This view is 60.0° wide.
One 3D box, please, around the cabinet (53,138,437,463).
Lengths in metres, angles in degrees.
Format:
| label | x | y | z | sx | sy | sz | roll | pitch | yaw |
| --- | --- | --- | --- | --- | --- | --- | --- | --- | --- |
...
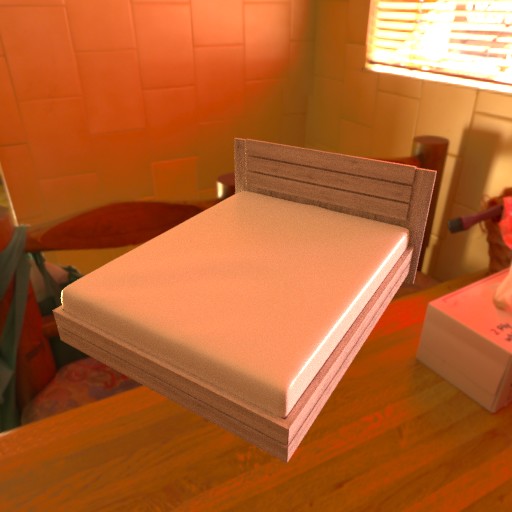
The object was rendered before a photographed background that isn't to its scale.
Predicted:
| label | x | y | z | sx | sy | sz | roll | pitch | yaw |
| --- | --- | --- | --- | --- | --- | --- | --- | --- | --- |
| cabinet | 0.000 | 0.000 | 3.046 | 1.750 | 0.970 | 2.080 | 17 | 33 | 28 |
